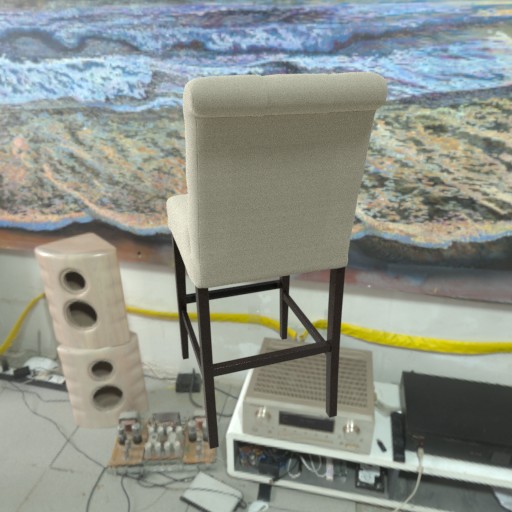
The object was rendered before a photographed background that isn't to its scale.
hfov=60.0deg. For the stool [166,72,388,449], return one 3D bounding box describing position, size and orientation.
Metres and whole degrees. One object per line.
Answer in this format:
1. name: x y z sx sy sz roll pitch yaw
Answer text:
1. stool: 0.000 0.000 1.434 0.482 1.118 0.610 -8 26 -16
